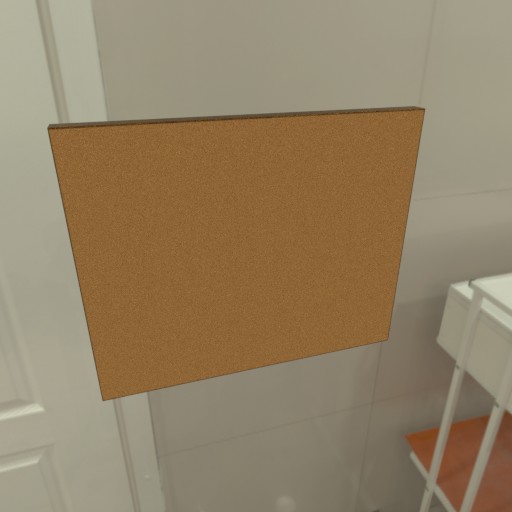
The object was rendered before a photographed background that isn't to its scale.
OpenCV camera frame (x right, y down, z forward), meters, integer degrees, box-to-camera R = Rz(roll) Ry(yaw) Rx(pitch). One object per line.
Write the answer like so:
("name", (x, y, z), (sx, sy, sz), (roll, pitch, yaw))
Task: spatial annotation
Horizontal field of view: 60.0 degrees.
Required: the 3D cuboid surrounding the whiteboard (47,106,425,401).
("whiteboard", (0.000, 0.000, 0.748), (0.561, 0.457, 0.029), (-8, 27, -16))
